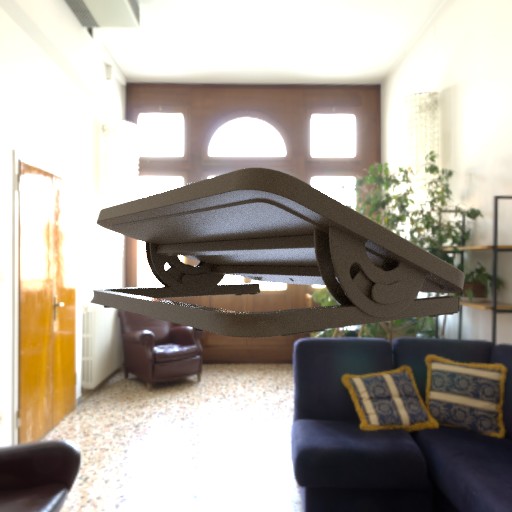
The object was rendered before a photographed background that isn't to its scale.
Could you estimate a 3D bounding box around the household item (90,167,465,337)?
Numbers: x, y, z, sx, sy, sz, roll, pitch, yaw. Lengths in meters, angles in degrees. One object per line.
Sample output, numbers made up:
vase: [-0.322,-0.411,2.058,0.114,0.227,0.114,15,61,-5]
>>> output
household item: [0.000,0.000,0.543,0.301,0.126,0.390,0,-1,-37]
